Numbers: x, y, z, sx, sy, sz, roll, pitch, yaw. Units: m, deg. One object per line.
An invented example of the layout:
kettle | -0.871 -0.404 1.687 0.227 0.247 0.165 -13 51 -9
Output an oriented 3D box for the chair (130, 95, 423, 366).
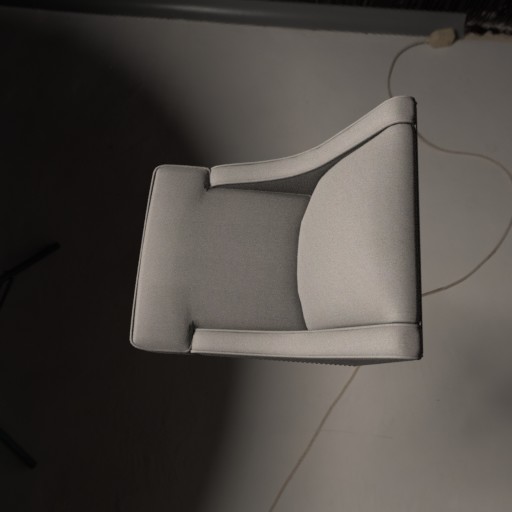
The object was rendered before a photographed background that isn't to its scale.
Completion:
chair | 0.000 0.000 1.398 0.747 0.867 0.631 4 75 1
